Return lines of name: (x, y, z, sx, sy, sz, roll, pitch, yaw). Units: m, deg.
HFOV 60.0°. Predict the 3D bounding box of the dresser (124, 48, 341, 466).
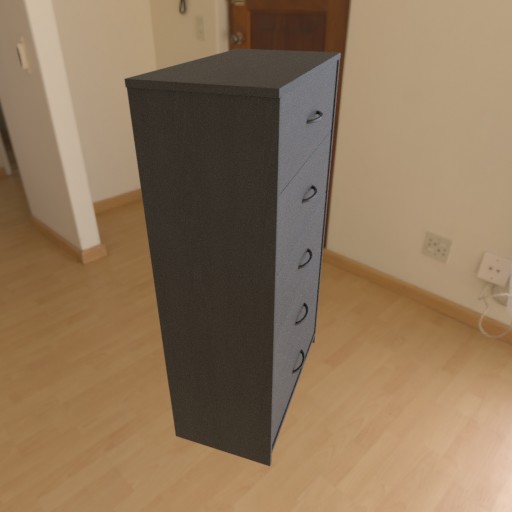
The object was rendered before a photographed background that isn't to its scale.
dresser: (0.000, 0.000, 1.562, 0.399, 1.255, 0.704, 10, 32, 17)
